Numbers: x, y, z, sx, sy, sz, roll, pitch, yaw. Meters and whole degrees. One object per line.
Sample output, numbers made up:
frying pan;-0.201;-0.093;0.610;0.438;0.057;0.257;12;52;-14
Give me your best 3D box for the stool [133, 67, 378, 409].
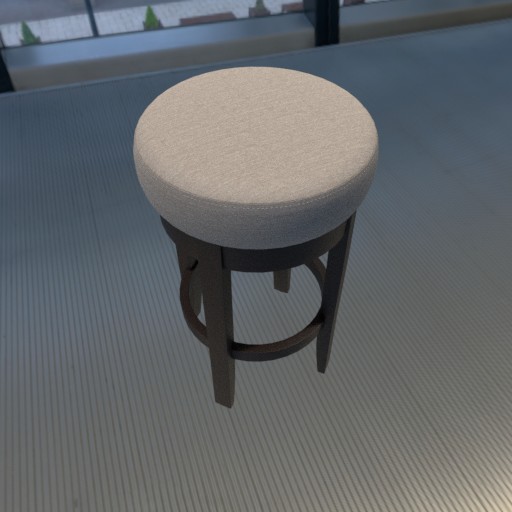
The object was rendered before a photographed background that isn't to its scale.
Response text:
stool;0.000;0.000;1.046;0.443;0.757;0.443;0;48;0
